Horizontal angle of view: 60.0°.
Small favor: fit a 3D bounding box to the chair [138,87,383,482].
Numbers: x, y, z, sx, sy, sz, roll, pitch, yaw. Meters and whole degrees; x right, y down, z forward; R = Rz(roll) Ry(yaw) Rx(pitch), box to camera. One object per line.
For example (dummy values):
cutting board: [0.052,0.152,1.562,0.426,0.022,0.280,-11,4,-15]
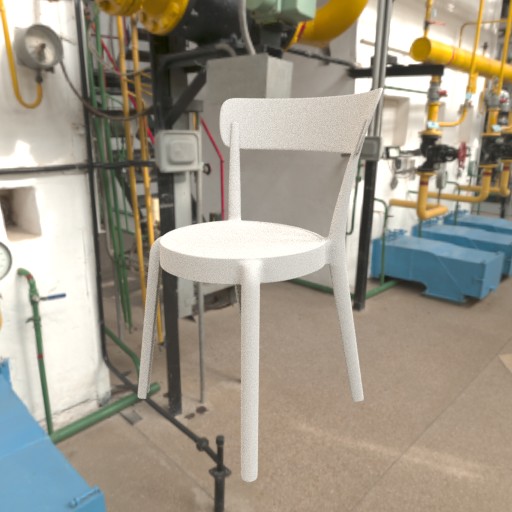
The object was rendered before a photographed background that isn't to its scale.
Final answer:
chair: [0.000,0.000,1.123,0.491,0.790,0.506,-15,22,-43]
